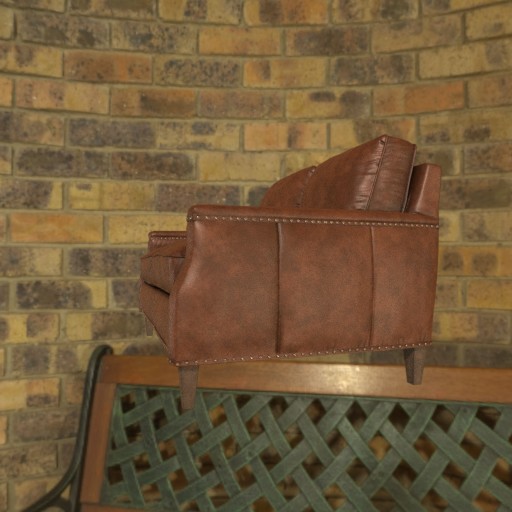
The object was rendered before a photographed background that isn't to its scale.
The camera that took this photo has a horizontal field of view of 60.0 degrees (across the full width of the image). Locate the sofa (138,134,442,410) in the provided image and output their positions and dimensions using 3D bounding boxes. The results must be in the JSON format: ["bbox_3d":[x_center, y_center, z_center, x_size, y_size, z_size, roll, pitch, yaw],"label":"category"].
[{"bbox_3d":[0.000,0.000,2.289,1.083,1.003,1.628,0,0,-18],"label":"sofa"}]
